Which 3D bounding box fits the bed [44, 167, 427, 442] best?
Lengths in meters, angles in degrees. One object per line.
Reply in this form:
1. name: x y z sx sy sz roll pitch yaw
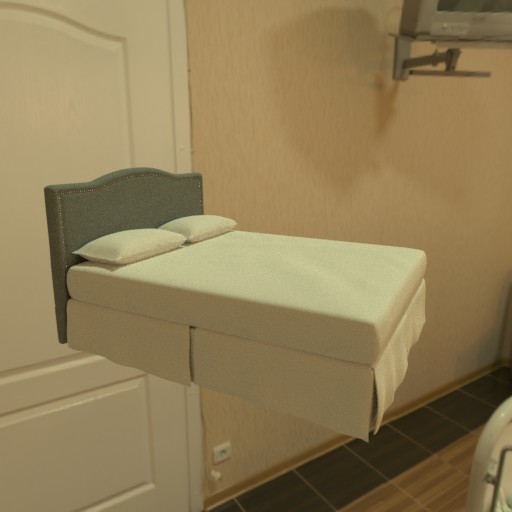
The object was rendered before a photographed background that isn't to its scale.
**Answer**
1. bed: 0.000 0.000 3.855 2.689 1.457 2.161 7 16 27
